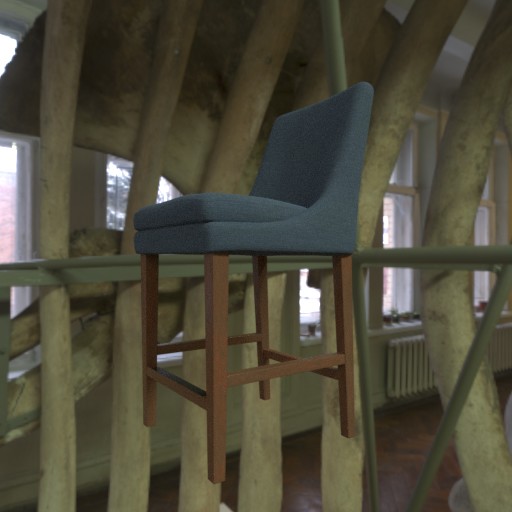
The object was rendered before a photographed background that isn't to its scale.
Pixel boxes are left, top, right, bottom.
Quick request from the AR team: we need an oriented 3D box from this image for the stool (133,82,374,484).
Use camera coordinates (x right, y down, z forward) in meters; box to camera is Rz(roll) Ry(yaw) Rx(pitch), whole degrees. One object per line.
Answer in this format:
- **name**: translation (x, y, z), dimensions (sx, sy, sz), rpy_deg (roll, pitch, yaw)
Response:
- **stool**: translation (0.000, 0.000, 1.267), dimensions (0.577, 0.981, 0.470), rpy_deg (0, 0, -35)
